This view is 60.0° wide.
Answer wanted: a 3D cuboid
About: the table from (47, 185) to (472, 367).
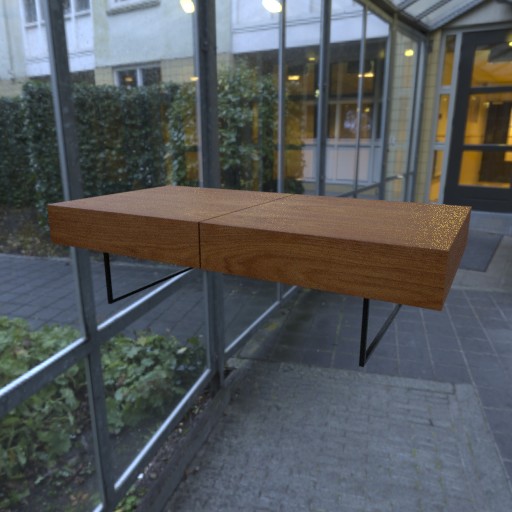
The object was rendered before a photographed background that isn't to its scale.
[{"bbox_3d":[0.000,0.000,1.442,1.194,0.330,0.610,8,18,28],"label":"table"}]
